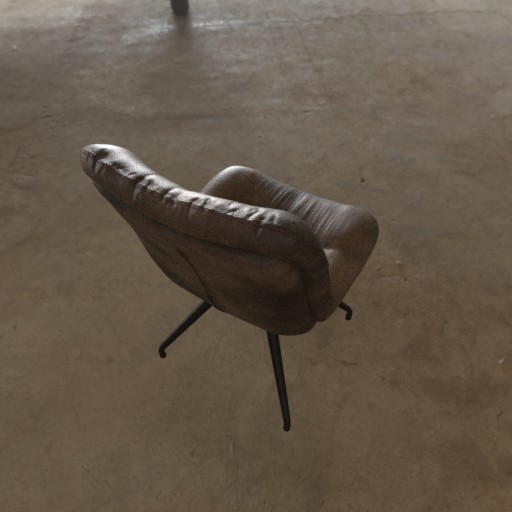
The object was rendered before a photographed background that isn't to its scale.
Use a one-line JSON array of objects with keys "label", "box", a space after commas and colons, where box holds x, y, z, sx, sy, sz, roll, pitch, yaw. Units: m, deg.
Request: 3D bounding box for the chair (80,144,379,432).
[{"label": "chair", "box": [0.000, 0.000, 1.229, 0.549, 0.870, 0.622, 24, 52, 20]}]
